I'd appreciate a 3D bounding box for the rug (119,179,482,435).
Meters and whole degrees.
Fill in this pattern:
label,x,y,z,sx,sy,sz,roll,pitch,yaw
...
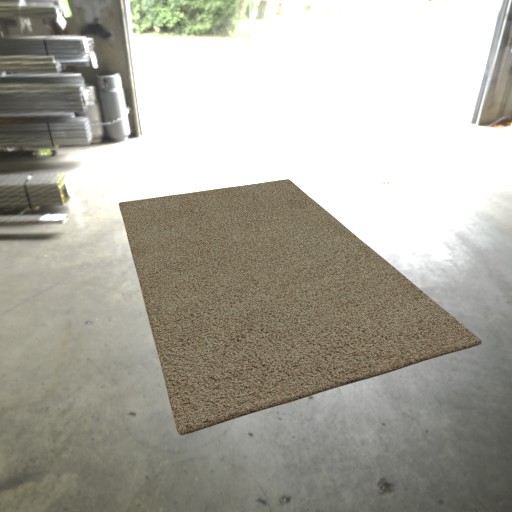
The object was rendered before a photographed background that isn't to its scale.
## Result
label,x,y,z,sx,sy,sz,roll,pitch,yaw
rug,0.000,0.000,3.391,1.778,0.030,2.743,-11,33,-17
